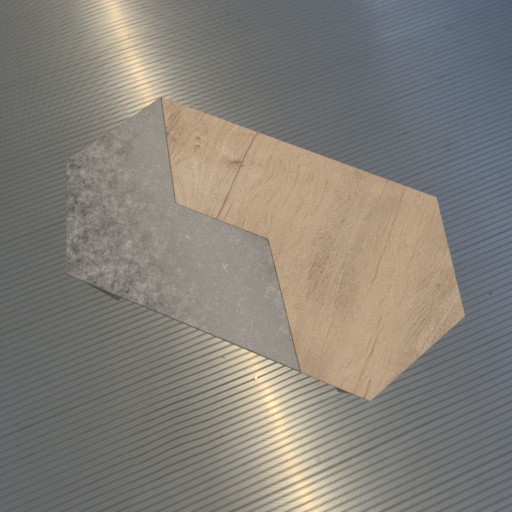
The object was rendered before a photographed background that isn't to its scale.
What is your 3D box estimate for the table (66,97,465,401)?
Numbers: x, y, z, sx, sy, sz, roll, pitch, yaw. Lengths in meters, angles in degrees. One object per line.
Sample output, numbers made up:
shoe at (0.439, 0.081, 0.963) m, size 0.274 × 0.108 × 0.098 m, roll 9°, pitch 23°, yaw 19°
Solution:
table at (0.000, 0.000, 1.476) m, size 1.219 × 0.457 × 0.609 m, roll 22°, pitch 76°, yaw 6°
